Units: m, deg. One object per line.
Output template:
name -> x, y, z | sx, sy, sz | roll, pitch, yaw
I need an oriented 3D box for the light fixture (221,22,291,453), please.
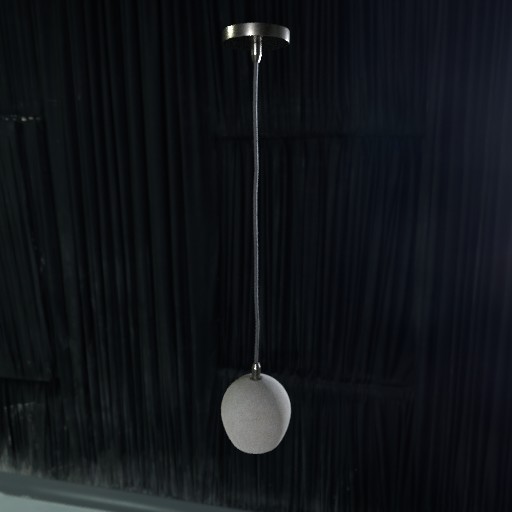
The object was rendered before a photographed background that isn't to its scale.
light fixture -> 0.000, 0.000, 0.822 | 0.139, 0.764, 0.139 | 2, 13, 7
